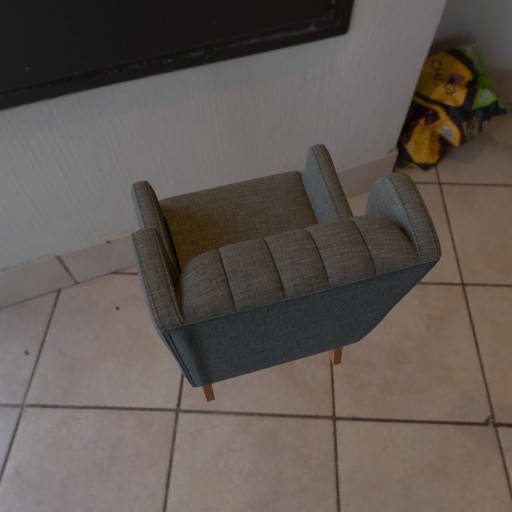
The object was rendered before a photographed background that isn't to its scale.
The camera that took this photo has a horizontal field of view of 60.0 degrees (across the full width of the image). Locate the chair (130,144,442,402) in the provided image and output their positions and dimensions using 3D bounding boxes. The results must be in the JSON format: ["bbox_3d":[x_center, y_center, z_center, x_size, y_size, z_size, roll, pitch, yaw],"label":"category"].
[{"bbox_3d":[0.000,0.000,1.468,0.711,0.953,0.775,-14,58,-9],"label":"chair"}]
